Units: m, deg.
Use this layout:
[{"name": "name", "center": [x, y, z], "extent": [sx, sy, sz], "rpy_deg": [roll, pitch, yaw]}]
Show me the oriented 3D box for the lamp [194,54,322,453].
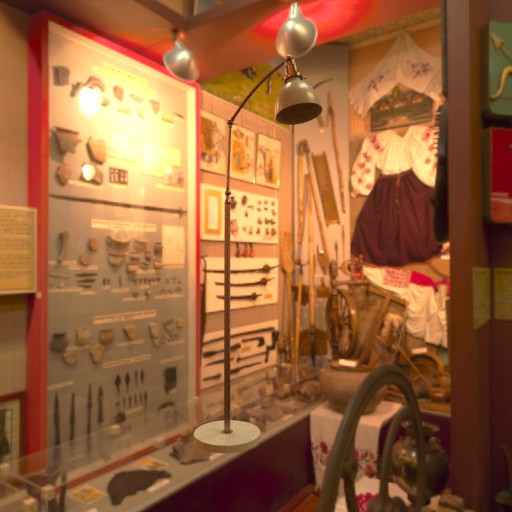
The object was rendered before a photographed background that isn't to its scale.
[{"name": "lamp", "center": [0.000, 0.000, 1.841], "extent": [0.599, 1.586, 0.288], "rpy_deg": [-1, -1, 37]}]
